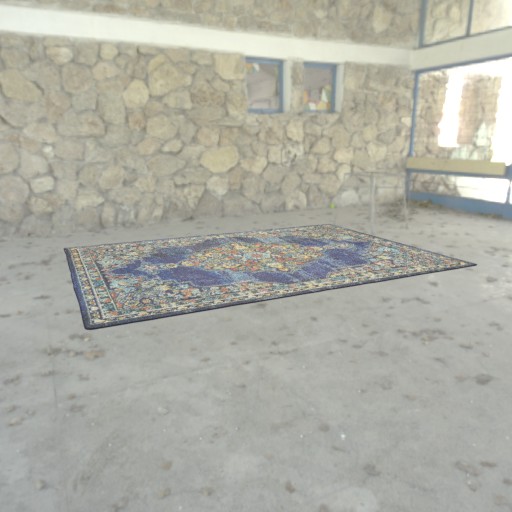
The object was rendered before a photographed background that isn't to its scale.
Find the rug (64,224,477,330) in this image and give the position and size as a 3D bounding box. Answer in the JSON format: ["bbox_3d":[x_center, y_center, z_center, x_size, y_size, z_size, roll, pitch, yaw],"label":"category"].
[{"bbox_3d":[0.000,0.000,3.787,2.940,0.011,2.053,-7,16,-25],"label":"rug"}]
